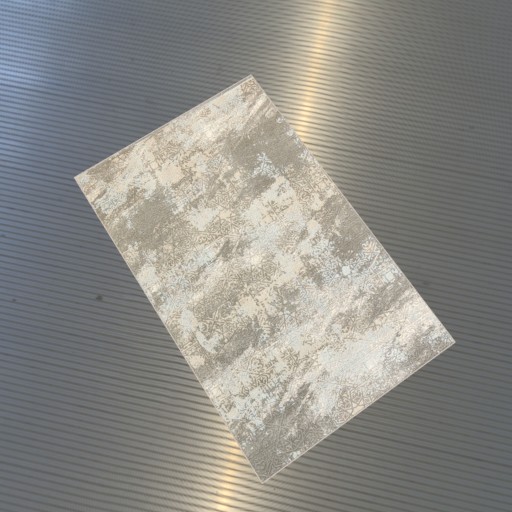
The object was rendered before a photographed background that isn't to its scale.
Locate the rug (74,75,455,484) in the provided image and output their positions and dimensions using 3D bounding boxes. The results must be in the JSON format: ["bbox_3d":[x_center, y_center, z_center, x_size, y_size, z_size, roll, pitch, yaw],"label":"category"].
[{"bbox_3d":[0.000,0.000,3.056,1.536,0.012,2.431,-33,78,-8],"label":"rug"}]
